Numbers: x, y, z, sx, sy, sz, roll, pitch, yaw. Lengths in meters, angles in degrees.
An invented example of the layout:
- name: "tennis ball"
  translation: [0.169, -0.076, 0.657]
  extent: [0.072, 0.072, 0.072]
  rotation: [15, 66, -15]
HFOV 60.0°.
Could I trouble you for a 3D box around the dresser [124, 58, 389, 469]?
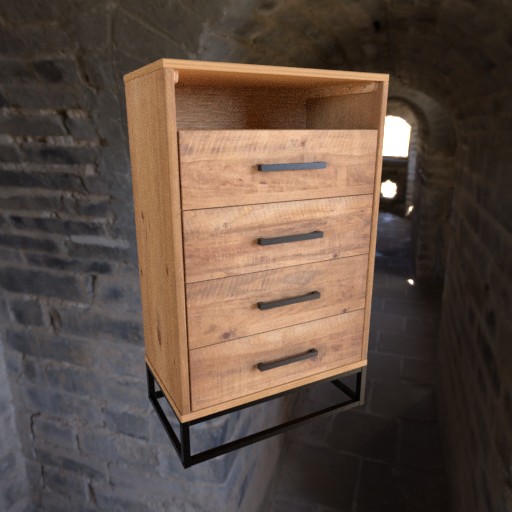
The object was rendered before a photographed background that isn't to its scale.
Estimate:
- name: "dresser"
  translation: [0.000, 0.000, 1.628]
  extent: [0.761, 1.240, 0.479]
  rotation: [-8, 18, -27]
